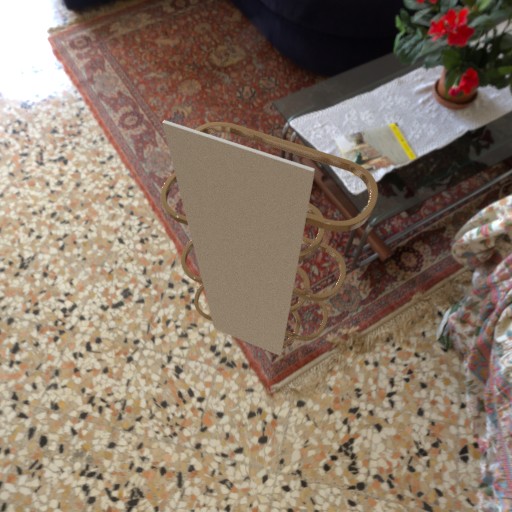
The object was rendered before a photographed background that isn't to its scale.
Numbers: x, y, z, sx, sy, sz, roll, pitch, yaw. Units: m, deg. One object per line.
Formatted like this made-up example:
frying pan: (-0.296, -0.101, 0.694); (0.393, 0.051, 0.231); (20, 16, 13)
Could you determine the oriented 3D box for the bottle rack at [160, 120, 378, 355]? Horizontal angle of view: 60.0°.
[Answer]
bottle rack: (0.000, 0.000, 0.824); (0.332, 0.709, 0.118); (20, 64, 11)
